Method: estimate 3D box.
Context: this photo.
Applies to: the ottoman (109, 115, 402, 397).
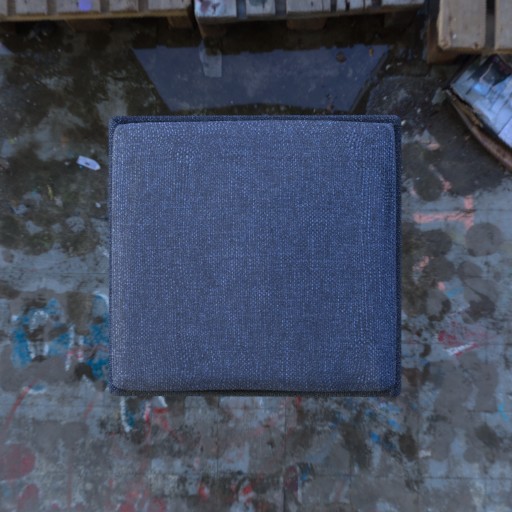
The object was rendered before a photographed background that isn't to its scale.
[{"bbox_3d":[0.000,0.000,0.849,0.454,0.493,0.436,0,90,1],"label":"ottoman"}]
